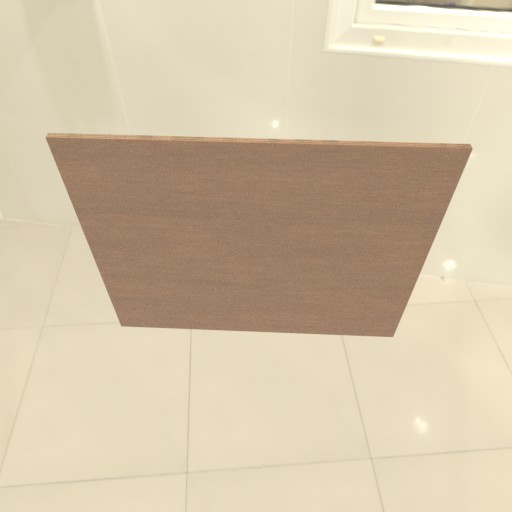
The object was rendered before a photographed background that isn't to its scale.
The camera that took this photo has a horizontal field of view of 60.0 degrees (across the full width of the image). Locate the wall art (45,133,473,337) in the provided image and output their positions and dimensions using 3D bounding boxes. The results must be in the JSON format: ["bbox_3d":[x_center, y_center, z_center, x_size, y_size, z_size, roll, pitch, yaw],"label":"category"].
[{"bbox_3d":[0.000,0.000,0.680,0.508,0.408,0.010,2,48,2],"label":"wall art"}]
